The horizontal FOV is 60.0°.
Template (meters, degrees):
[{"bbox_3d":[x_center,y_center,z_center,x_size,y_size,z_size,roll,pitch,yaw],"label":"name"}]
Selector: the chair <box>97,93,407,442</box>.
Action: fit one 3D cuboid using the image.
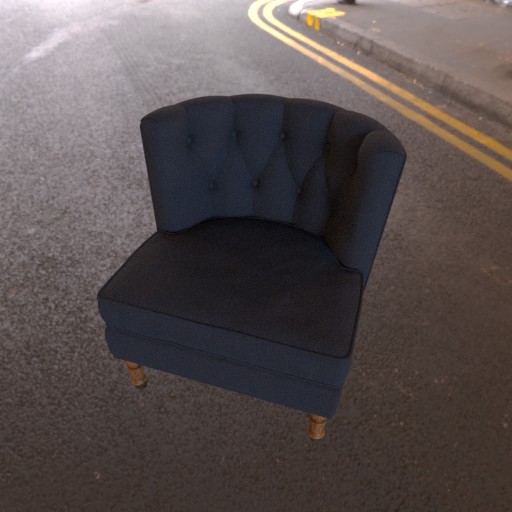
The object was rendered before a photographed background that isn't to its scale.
[{"bbox_3d":[0.000,0.000,1.357,0.740,0.771,0.718,12,41,14],"label":"chair"}]
